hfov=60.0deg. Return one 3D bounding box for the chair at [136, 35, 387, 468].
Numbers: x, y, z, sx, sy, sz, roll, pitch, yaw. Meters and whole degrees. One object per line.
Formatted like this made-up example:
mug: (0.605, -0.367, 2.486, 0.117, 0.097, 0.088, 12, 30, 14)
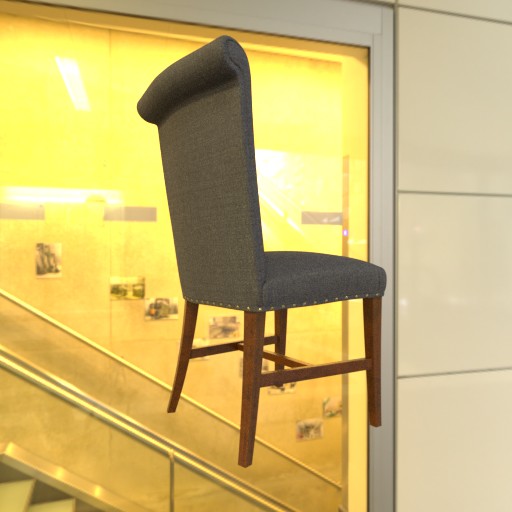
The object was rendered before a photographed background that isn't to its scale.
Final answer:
chair: (0.000, 0.000, 1.325, 0.608, 0.988, 0.513, 0, 1, -35)
